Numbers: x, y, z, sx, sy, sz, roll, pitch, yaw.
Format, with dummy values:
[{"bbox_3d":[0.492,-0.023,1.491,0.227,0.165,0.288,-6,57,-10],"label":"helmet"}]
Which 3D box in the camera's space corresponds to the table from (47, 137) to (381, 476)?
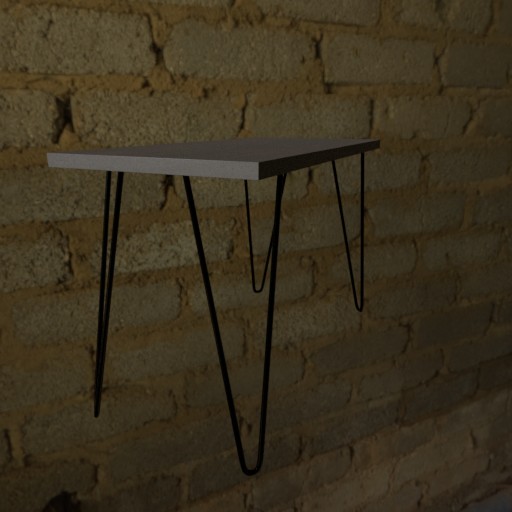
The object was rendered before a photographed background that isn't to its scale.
[{"bbox_3d":[0.000,0.000,1.353,0.499,0.660,0.991,8,19,25],"label":"table"}]
